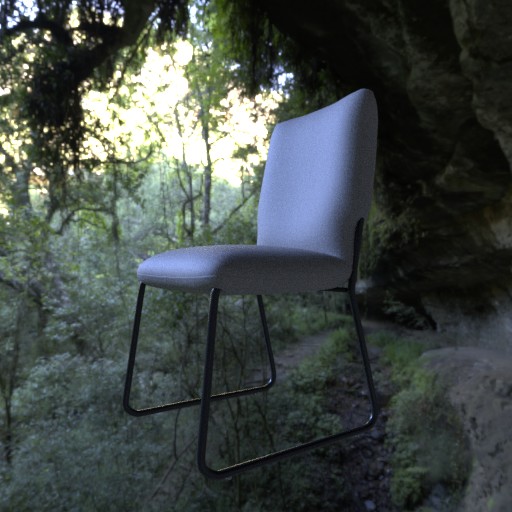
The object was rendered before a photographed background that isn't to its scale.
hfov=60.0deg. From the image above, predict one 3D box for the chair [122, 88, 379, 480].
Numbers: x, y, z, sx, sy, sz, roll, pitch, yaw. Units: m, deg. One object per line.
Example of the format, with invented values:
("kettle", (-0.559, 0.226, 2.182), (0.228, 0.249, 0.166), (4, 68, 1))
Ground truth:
("chair", (0.000, 0.000, 1.152), (0.560, 0.864, 0.448), (1, -1, -35))
